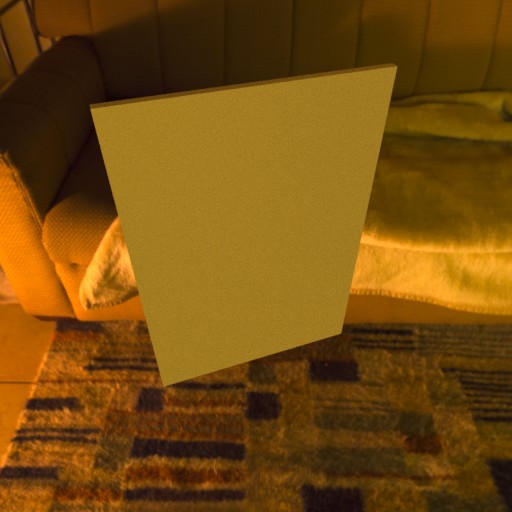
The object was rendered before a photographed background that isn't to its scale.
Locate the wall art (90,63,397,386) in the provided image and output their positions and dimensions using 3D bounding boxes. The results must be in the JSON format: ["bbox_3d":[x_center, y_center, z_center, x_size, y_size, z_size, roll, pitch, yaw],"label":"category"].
[{"bbox_3d":[0.000,0.000,0.609,0.325,0.474,0.010,-13,44,-14],"label":"wall art"}]
